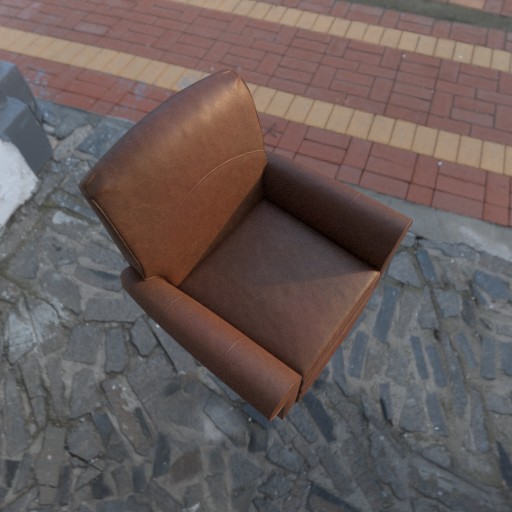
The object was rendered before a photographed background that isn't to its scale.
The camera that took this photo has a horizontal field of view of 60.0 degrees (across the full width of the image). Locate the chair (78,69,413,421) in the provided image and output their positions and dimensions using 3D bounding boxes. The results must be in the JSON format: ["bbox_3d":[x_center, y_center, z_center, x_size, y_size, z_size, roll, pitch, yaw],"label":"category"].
[{"bbox_3d":[0.000,0.000,1.808,0.902,1.061,0.978,33,64,18],"label":"chair"}]
